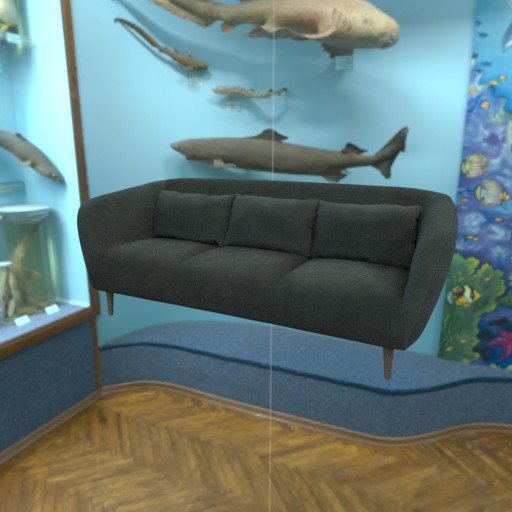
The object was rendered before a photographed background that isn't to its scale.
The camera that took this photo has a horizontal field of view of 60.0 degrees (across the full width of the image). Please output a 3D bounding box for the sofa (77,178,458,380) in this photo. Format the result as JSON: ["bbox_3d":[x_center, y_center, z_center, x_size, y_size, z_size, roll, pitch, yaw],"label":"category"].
[{"bbox_3d":[0.000,0.000,2.795,2.296,0.875,0.956,7,16,26],"label":"sofa"}]
